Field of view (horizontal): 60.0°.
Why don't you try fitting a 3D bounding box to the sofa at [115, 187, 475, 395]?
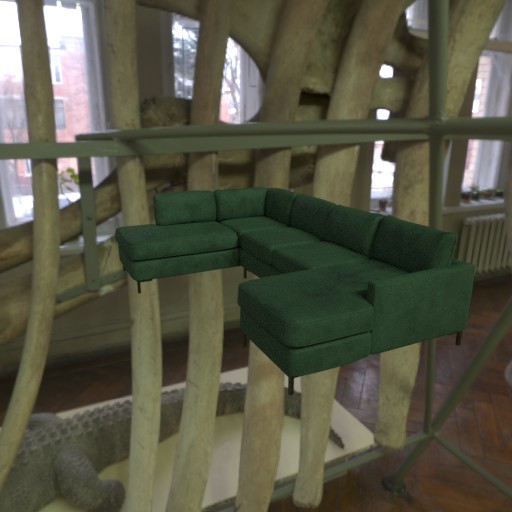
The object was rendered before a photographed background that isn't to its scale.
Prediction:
[{"bbox_3d":[0.000,0.000,3.957,1.992,0.861,2.994,-8,18,-25],"label":"sofa"}]
